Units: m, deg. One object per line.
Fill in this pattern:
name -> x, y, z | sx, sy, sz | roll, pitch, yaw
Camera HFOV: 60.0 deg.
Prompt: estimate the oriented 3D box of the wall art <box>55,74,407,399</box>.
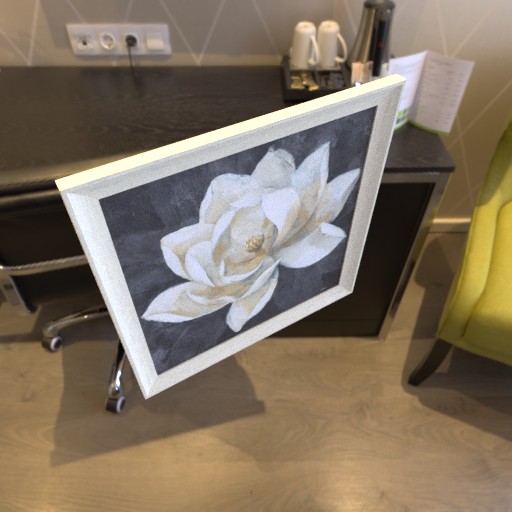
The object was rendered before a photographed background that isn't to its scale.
wall art -> 0.000, 0.000, 1.521 | 1.016, 1.016, 0.045 | -24, 51, -21
